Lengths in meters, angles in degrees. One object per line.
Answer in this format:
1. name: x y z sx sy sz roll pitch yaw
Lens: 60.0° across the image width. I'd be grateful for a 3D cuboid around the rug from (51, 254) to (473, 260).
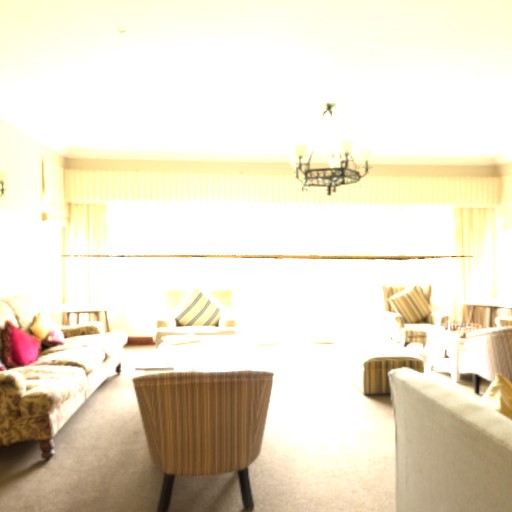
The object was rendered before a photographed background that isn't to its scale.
1. rug: 0.000 0.000 2.975 2.423 0.008 1.513 0 1 36
